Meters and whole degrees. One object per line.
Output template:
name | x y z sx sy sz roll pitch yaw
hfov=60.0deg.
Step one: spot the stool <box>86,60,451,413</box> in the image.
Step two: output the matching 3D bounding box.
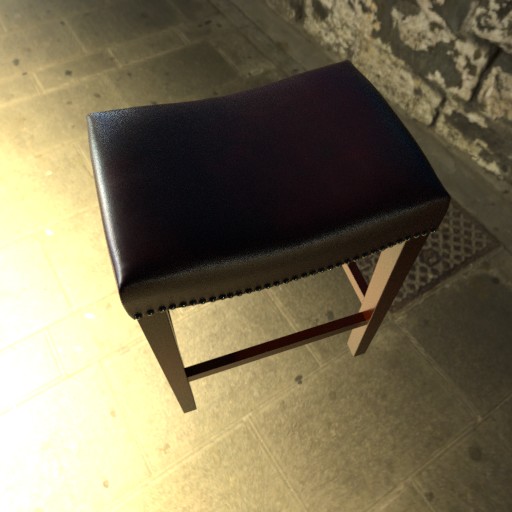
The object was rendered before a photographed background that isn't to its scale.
stool | 0.000 0.000 0.952 0.504 0.657 0.372 -16 59 -10
